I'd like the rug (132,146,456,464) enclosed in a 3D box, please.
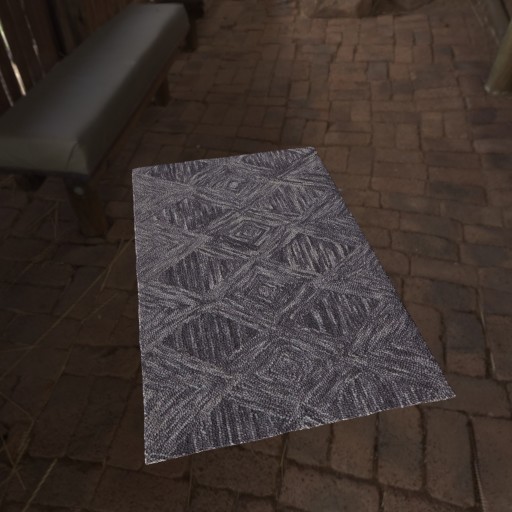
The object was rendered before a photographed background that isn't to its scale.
[{"bbox_3d":[0.000,0.000,2.241,1.186,0.012,1.814,-9,47,-9],"label":"rug"}]
